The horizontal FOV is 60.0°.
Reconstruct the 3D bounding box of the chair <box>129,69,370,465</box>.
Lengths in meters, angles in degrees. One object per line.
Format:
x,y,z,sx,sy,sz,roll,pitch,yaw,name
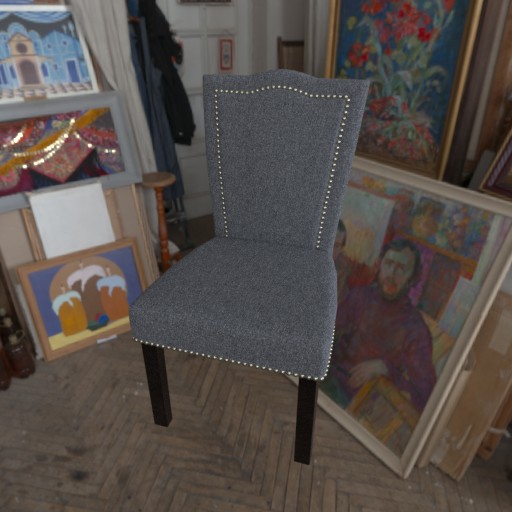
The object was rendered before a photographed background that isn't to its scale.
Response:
0.000,0.000,1.272,0.518,0.946,0.589,8,29,15,chair
